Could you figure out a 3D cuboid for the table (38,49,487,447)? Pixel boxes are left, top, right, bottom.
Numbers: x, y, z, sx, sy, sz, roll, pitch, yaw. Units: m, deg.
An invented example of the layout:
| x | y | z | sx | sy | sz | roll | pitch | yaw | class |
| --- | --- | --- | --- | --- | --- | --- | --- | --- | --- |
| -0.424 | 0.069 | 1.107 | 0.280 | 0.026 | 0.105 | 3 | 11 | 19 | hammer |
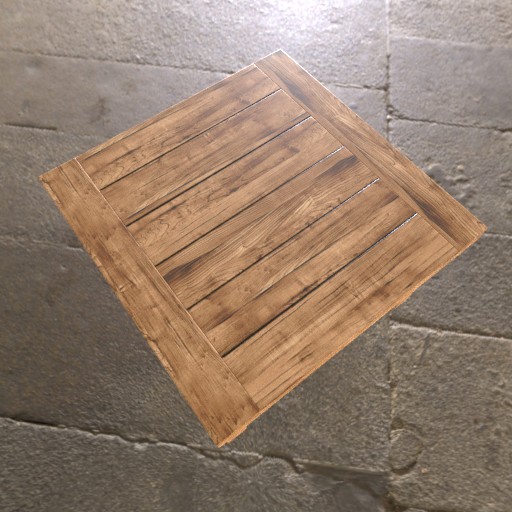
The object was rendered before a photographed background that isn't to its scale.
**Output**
| x | y | z | sx | sy | sz | roll | pitch | yaw | class |
| --- | --- | --- | --- | --- | --- | --- | --- | --- | --- |
| 0.000 | 0.000 | 1.045 | 0.610 | 0.457 | 0.610 | -34 | 68 | -16 | table |
